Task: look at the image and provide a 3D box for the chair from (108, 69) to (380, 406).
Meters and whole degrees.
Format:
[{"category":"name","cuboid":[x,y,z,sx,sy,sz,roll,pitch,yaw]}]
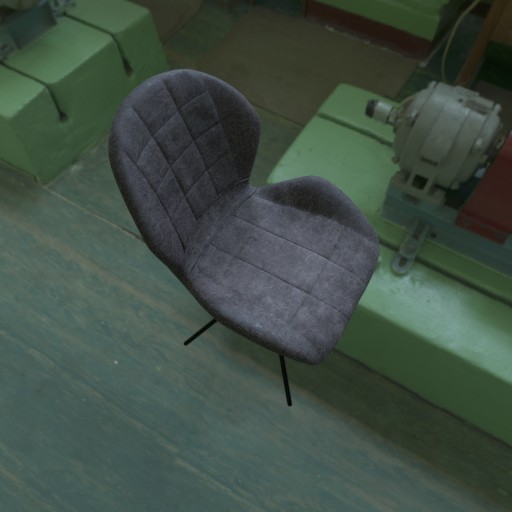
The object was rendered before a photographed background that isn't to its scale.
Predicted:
[{"category":"chair","cuboid":[0.000,0.000,1.295,0.640,0.934,0.527,26,62,15]}]
